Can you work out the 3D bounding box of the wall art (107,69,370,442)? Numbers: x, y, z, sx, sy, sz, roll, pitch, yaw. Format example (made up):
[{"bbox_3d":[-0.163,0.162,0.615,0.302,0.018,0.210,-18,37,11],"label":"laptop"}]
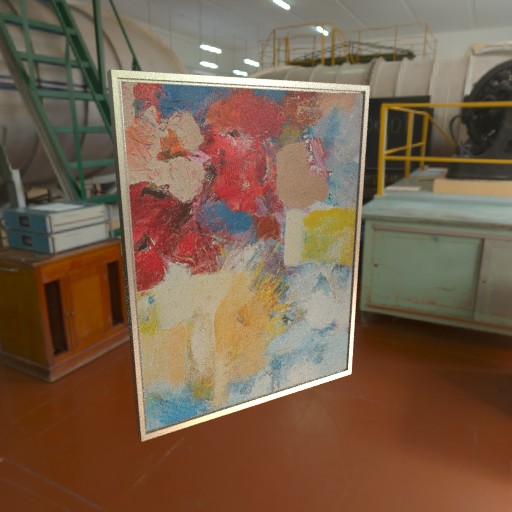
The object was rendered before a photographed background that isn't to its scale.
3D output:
[{"bbox_3d":[0.000,0.000,0.765,0.444,0.569,0.025,-8,18,-28],"label":"wall art"}]
